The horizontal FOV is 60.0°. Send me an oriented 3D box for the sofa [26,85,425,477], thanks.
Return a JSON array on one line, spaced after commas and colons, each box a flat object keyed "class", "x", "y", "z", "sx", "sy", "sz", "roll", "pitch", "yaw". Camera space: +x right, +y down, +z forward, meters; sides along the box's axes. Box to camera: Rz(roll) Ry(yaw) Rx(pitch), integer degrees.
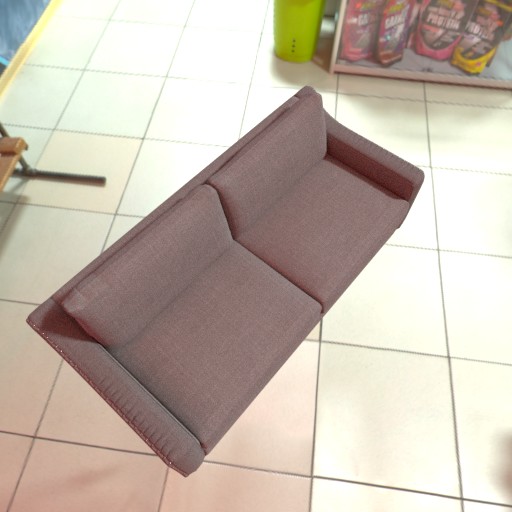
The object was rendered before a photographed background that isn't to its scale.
[{"class": "sofa", "x": 0.000, "y": 0.000, "z": 2.589, "sx": 1.000, "sy": 0.857, "sz": 2.208, "roll": 36, "pitch": 66, "yaw": 19}]
